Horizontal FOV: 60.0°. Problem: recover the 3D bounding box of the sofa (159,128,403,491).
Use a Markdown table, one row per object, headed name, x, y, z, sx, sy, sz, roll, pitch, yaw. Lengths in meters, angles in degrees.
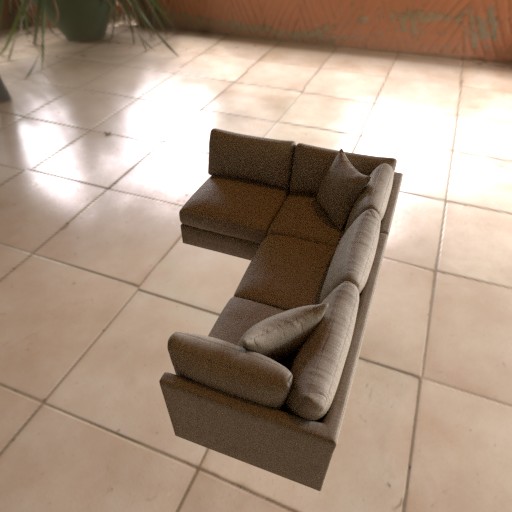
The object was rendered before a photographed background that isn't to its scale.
| name | x | y | z | sx | sy | sz | roll | pitch | yaw |
| --- | --- | --- | --- | --- | --- | --- | --- | --- | --- |
| sofa | 0.000 | 0.000 | 3.702 | 1.994 | 0.978 | 2.896 | 14 | 43 | 15 |
